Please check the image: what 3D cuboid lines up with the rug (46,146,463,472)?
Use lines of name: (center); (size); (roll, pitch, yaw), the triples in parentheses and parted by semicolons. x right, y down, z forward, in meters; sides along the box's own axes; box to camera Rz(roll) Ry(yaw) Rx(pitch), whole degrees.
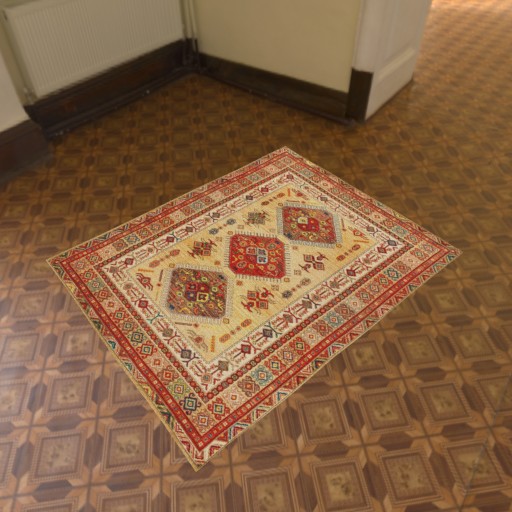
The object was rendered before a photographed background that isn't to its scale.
rug: (0.000, 0.000, 4.167); (3.067, 0.005, 2.460); (-31, 53, -27)
